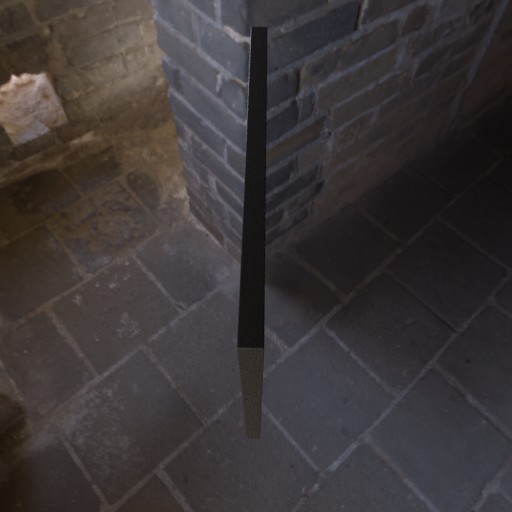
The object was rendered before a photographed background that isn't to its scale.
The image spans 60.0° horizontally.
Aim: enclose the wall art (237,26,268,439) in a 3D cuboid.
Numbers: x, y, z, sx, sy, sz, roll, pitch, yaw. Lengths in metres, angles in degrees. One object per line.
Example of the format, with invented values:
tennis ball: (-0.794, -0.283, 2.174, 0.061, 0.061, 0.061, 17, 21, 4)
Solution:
wall art: (0.000, 0.000, 1.144, 0.038, 0.765, 0.765, 1, 59, 1)
